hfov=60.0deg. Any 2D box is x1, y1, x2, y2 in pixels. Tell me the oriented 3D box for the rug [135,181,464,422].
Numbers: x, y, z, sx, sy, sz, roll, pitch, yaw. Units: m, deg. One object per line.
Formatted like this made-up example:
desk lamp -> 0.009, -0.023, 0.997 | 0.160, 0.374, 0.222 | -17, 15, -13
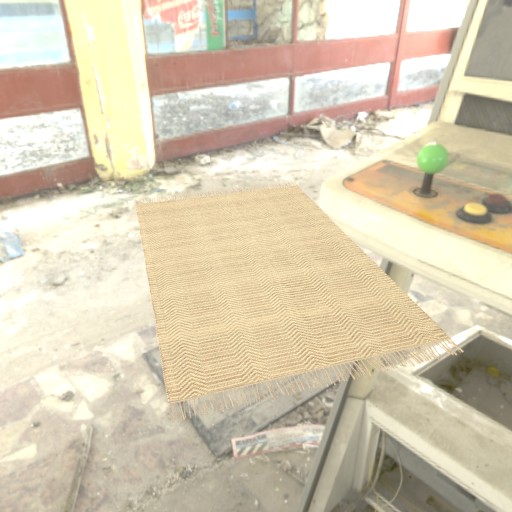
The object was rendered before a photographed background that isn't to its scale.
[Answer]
rug -> 0.000, 0.000, 2.523 | 1.224, 0.027, 2.021 | -9, 32, -14
